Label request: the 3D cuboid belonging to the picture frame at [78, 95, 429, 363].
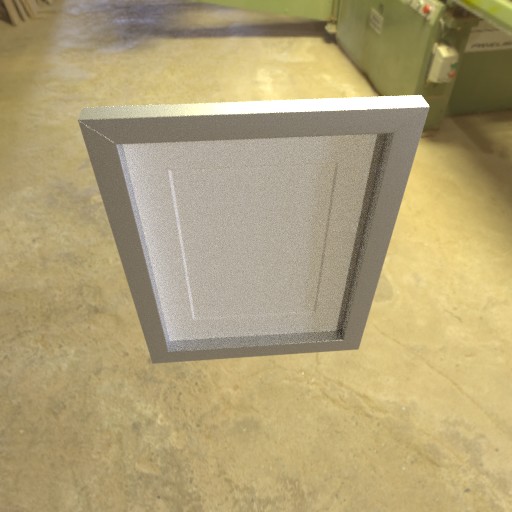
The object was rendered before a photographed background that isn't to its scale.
[{"bbox_3d":[0.000,0.000,0.534,0.307,0.386,0.036,-3,45,-3],"label":"picture frame"}]
